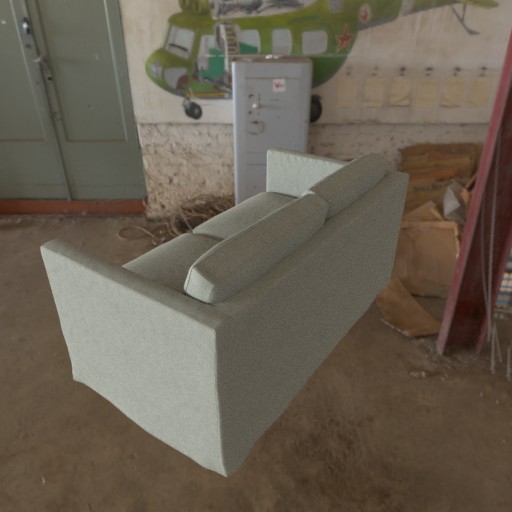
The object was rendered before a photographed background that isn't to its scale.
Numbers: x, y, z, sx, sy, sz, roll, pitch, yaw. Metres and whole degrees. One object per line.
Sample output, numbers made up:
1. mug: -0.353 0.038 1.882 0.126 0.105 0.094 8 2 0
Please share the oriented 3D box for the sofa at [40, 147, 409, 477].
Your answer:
1. sofa: 0.000 0.000 2.263 0.944 0.830 1.727 20 35 30
